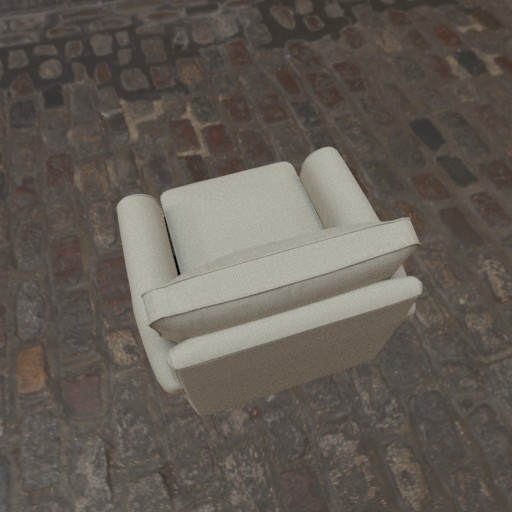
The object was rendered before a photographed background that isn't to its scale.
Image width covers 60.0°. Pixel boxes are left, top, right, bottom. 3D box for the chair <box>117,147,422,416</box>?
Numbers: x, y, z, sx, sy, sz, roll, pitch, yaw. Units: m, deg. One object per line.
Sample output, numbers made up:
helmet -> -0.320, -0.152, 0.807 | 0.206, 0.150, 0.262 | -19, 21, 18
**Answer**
chair -> 0.000, 0.000, 1.843 | 1.029, 0.967, 0.966 | -16, 61, -9
